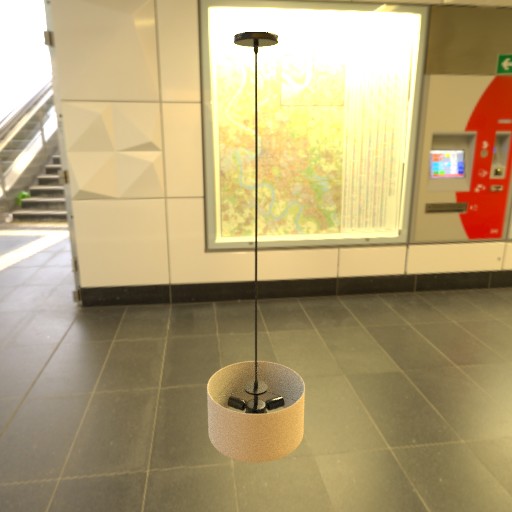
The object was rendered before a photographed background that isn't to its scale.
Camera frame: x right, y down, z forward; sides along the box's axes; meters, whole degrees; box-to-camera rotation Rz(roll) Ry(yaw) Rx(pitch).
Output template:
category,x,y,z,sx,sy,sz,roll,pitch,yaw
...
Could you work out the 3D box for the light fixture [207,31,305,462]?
category,x,y,z,sx,sy,sz,roll,pitch,yaw
light fixture,0.000,0.000,1.672,0.399,1.516,0.399,0,15,0
